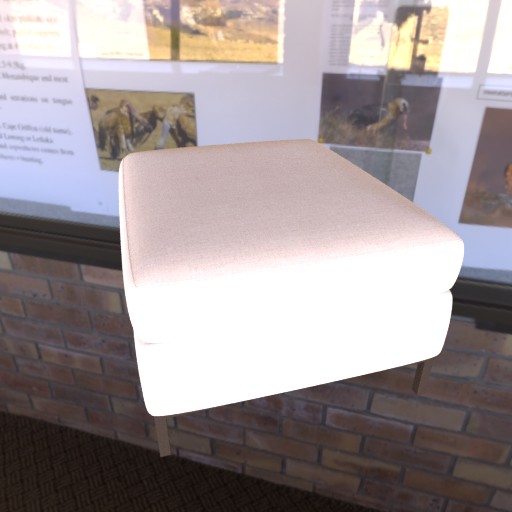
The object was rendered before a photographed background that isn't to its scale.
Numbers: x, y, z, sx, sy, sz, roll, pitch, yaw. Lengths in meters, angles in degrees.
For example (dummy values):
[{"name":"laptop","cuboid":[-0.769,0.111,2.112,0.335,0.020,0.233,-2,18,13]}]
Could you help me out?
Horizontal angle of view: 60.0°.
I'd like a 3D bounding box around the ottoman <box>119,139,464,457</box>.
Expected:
[{"name":"ottoman","cuboid":[0.000,0.000,1.179,0.657,0.453,0.794,-8,30,-14]}]
